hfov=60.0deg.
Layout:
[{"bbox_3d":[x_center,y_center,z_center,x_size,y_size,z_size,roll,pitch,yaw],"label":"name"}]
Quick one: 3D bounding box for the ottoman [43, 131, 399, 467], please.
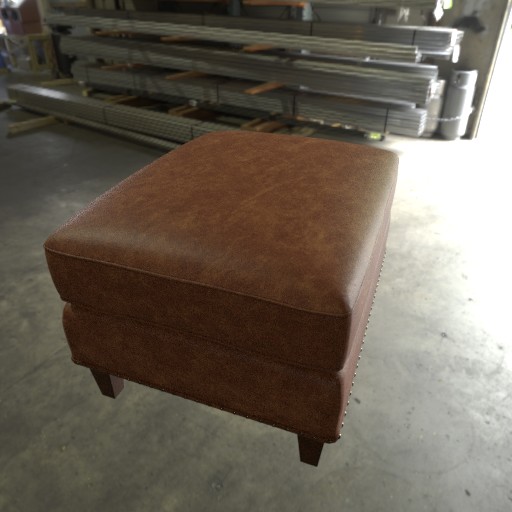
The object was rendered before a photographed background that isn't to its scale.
[{"bbox_3d":[0.000,0.000,1.095,0.586,0.486,0.742,11,34,17],"label":"ottoman"}]
